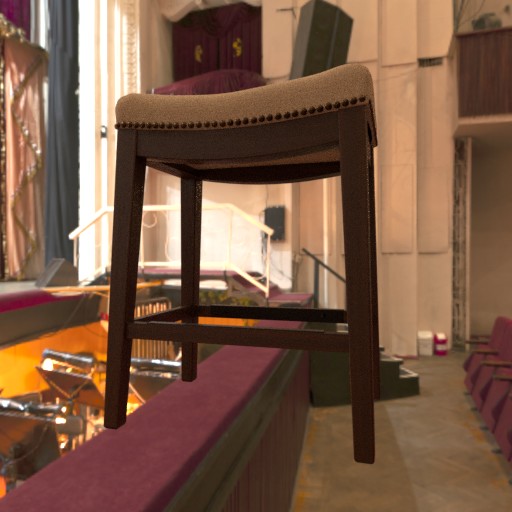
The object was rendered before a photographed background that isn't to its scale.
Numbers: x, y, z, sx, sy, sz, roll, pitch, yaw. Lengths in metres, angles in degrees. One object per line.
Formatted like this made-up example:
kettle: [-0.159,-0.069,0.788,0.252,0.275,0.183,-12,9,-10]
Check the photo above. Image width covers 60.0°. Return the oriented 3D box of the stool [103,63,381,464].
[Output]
stool: [0.000,0.000,0.956,0.509,0.669,0.363,0,0,17]
